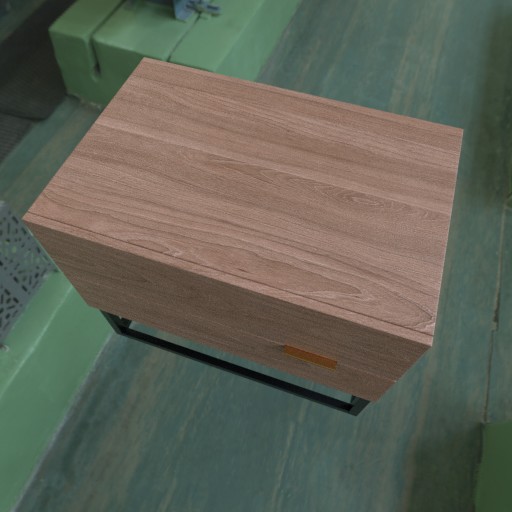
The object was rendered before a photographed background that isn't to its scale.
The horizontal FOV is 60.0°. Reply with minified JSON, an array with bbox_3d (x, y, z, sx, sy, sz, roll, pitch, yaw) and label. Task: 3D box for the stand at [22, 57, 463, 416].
[{"bbox_3d":[0.000,0.000,0.914,0.600,0.500,0.420,16,60,10],"label":"stand"}]
